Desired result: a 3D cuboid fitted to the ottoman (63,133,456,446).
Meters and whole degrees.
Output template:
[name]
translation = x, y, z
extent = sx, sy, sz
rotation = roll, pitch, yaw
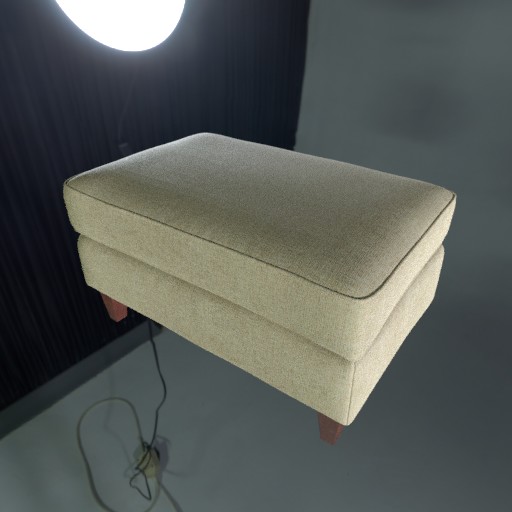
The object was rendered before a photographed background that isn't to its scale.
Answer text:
[ottoman]
translation = 0.000, 0.000, 1.220
extent = 0.862, 0.484, 0.583
rotation = 21, 37, 30
